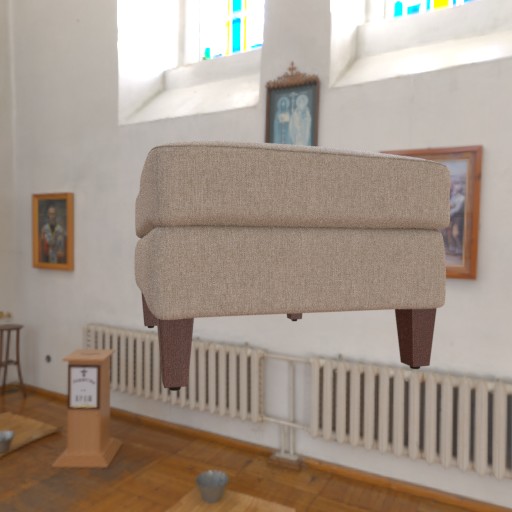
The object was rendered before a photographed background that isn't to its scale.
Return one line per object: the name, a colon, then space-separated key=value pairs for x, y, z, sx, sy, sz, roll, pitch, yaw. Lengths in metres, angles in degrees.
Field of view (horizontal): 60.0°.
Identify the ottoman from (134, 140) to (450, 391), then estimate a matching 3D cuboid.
ottoman: x=0.000 y=0.000 z=1.309 sx=0.677 sy=0.519 sz=0.898 roll=0 pitch=0 yaw=-17
